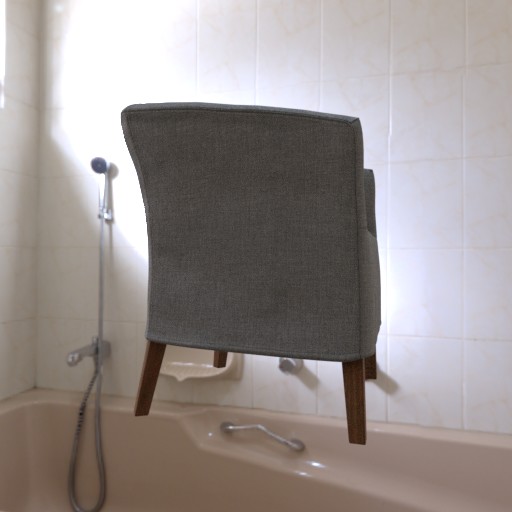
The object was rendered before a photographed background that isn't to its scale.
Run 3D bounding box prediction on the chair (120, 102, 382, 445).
[{"bbox_3d":[0.000,0.000,1.254,0.668,0.771,0.600,0,-1,18],"label":"chair"}]
